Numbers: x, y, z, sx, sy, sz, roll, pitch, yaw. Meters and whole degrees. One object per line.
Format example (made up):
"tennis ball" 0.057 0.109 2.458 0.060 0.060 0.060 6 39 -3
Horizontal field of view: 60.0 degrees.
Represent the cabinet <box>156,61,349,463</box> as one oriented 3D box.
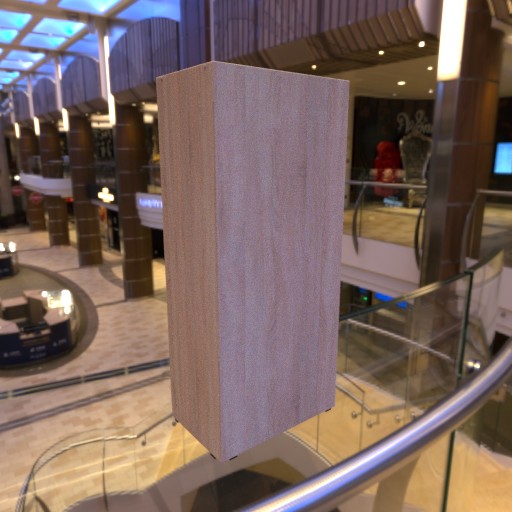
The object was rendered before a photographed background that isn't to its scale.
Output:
"cabinet" 0.000 0.000 2.881 1.094 2.120 1.327 2 13 7
